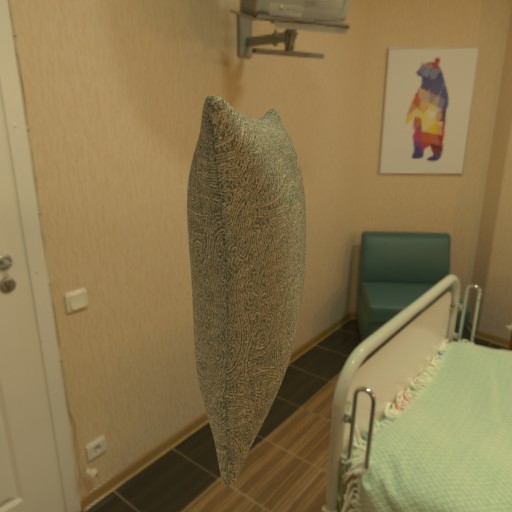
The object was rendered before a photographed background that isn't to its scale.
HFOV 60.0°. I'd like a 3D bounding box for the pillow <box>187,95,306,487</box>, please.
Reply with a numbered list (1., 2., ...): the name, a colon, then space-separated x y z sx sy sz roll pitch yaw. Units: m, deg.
1. pillow: 0.000 0.000 0.779 0.166 0.507 0.526 3 17 9
